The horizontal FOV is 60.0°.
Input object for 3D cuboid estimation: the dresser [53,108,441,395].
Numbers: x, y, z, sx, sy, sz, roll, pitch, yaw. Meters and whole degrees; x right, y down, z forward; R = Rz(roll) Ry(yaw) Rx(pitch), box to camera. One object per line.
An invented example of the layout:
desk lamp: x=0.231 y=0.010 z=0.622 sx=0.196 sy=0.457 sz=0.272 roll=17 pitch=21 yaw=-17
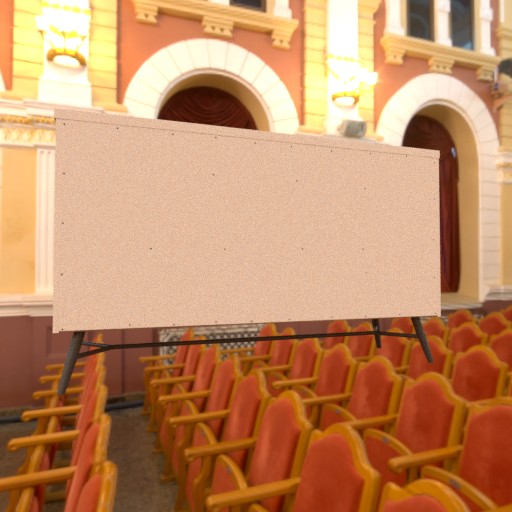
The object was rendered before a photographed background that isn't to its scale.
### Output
dresser: x=0.000 y=0.000 z=1.865 sx=1.524 sy=0.914 sz=0.457 roll=1 pitch=-2 yaw=-19
